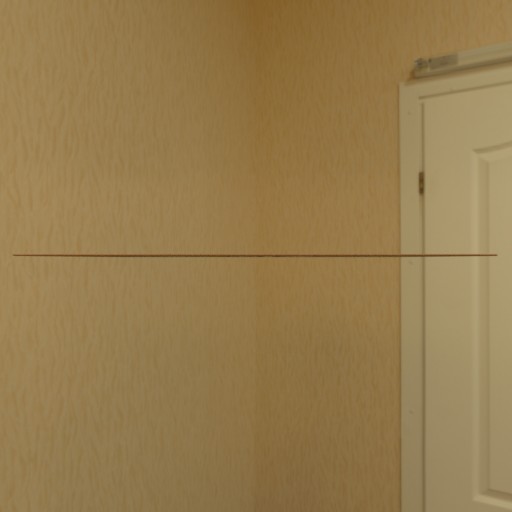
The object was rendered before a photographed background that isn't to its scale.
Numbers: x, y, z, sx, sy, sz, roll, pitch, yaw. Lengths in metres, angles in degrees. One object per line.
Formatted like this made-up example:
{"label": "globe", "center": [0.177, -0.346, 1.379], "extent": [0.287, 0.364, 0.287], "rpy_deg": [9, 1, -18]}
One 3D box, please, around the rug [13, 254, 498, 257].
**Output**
{"label": "rug", "center": [0.000, 0.000, 2.275], "extent": [1.829, 0.008, 1.219], "rpy_deg": [0, 0, 1]}
